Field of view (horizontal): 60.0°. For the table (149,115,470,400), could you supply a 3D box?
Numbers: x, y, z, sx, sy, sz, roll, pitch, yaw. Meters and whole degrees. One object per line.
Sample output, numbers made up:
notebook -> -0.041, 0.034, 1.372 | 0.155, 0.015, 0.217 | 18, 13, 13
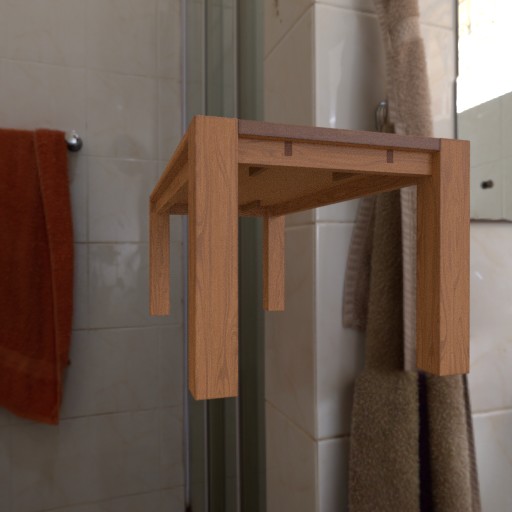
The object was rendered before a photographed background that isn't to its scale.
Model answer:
table -> 0.000, 0.000, 2.169 | 0.900, 0.760, 1.800 | 0, 0, -17
